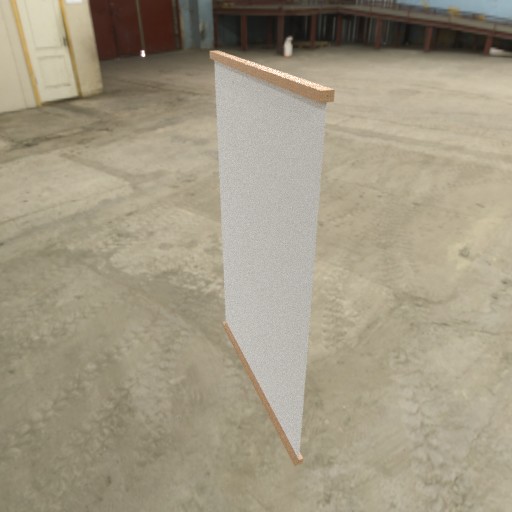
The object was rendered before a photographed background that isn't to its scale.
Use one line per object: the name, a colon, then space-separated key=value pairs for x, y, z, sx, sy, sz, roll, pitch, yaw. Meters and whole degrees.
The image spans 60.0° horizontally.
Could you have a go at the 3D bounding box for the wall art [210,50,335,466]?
wall art: x=0.000 y=0.000 z=0.767 sx=0.016 sy=0.611 sz=0.401 roll=-11 pitch=32 yaw=-18
